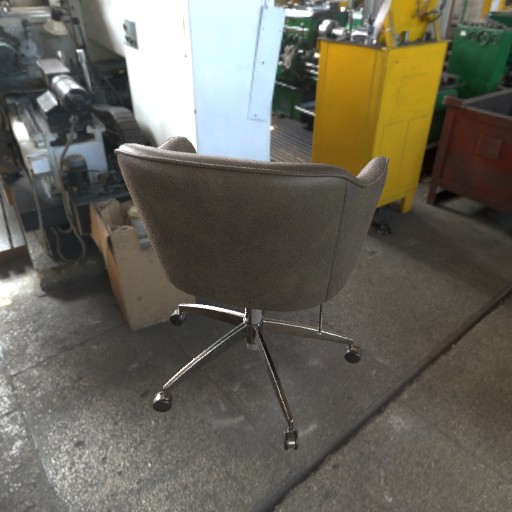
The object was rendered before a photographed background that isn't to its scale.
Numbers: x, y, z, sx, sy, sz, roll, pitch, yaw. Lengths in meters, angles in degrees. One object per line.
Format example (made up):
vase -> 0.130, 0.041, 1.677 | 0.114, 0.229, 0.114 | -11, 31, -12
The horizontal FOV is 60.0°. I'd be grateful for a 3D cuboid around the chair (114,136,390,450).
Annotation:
chair -> 0.000, 0.000, 1.334 | 0.713, 0.827, 0.689 | 9, 34, 14
